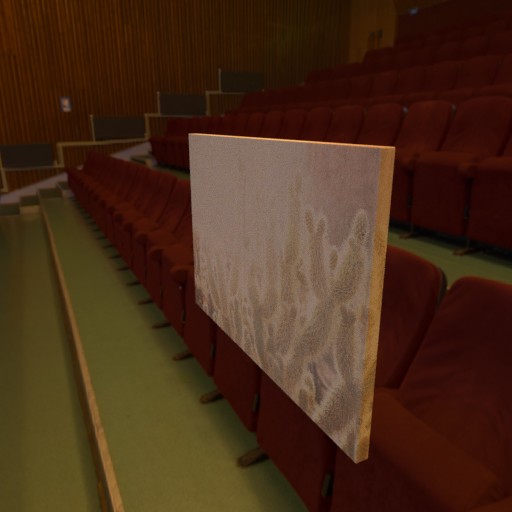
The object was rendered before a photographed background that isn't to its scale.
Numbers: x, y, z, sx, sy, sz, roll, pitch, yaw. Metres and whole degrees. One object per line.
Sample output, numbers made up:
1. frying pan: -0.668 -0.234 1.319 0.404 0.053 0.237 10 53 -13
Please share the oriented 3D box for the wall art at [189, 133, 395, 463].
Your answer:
1. wall art: 0.000 0.000 1.474 0.041 0.758 1.142 -9 19 -26
